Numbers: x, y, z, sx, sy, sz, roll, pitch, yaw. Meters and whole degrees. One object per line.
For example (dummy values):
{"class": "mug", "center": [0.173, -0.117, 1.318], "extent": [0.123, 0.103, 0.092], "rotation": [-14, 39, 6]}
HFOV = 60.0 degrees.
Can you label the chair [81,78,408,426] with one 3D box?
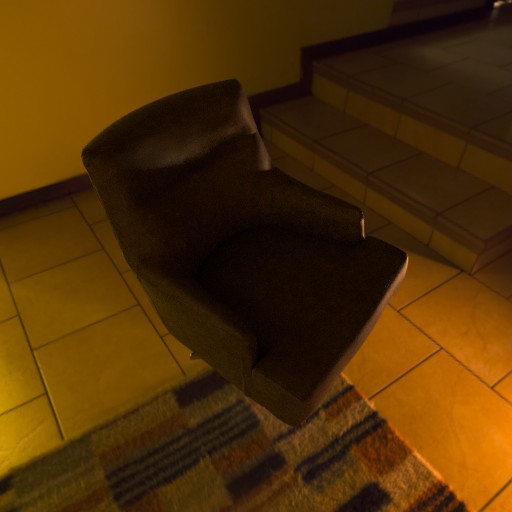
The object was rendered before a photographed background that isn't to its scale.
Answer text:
{"class": "chair", "center": [0.000, 0.000, 1.511], "extent": [0.874, 0.870, 0.738], "rotation": [26, 47, 26]}
